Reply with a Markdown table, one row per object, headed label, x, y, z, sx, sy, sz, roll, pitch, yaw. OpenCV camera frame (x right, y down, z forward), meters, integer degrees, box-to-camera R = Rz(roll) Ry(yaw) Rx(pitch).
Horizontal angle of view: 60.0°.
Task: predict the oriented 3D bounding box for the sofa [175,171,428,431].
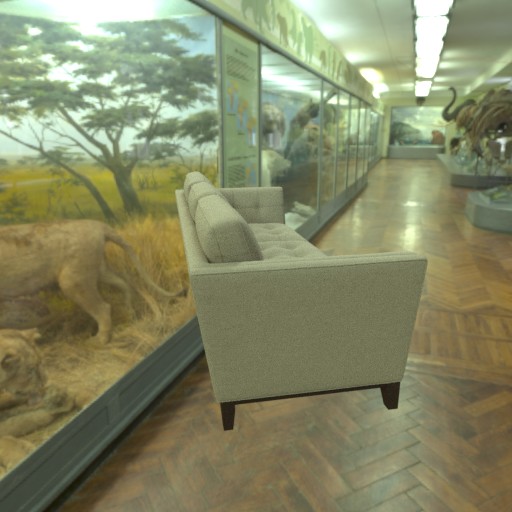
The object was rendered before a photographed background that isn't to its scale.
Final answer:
| label | x | y | z | sx | sy | sz | roll | pitch | yaw |
| --- | --- | --- | --- | --- | --- | --- | --- | --- | --- |
| sofa | 0.000 | 0.000 | 2.901 | 0.965 | 0.940 | 2.388 | -3 | 16 | -11 |
